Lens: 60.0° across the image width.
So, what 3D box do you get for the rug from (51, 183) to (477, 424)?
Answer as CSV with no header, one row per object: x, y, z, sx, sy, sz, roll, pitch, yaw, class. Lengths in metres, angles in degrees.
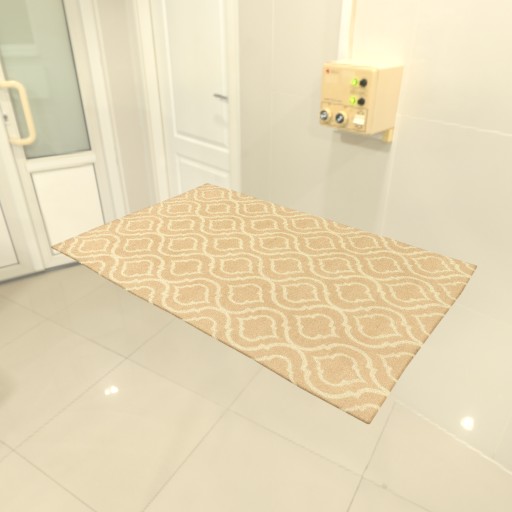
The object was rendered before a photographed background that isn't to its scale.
0.000,0.000,2.159,1.761,0.013,1.152,22,36,32,rug
